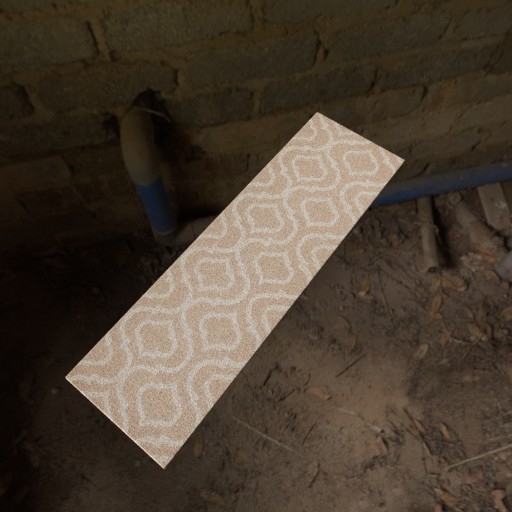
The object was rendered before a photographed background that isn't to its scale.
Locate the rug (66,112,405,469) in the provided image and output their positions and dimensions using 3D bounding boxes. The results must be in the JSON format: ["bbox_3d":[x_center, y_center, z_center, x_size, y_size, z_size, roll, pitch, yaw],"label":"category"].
[{"bbox_3d":[0.000,0.000,2.573,0.691,0.013,2.289,35,68,16],"label":"rug"}]
